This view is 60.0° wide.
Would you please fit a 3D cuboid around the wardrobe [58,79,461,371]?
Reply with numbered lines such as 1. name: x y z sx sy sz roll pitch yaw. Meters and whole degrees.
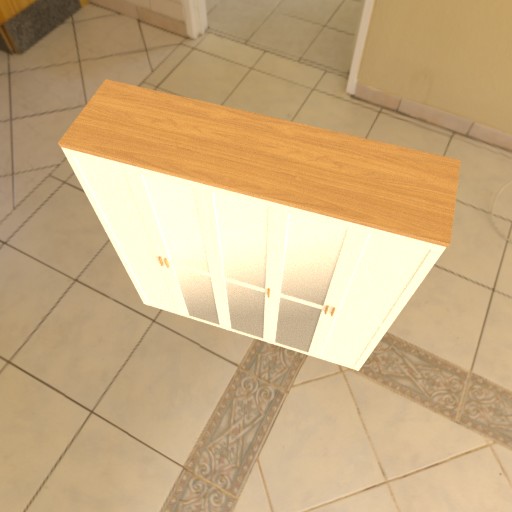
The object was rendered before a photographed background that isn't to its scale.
1. wardrobe: 0.000 0.000 3.425 2.160 2.260 0.590 16 61 9
